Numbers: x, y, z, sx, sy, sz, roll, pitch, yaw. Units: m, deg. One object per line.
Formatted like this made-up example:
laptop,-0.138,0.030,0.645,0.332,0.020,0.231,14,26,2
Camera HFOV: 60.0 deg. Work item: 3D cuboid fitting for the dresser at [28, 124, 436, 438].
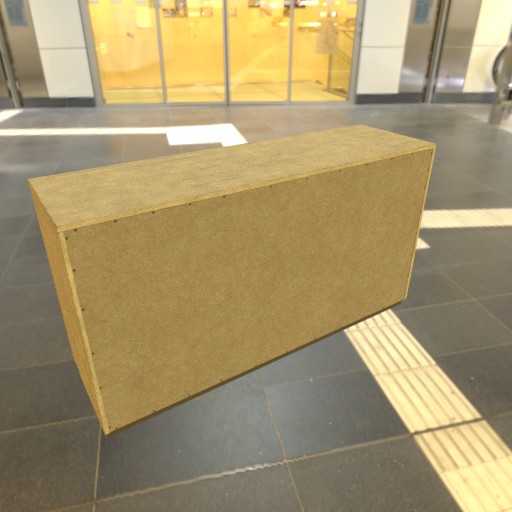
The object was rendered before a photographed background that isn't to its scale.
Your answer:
dresser,0.000,0.000,2.002,1.628,0.889,0.483,-17,33,-28
